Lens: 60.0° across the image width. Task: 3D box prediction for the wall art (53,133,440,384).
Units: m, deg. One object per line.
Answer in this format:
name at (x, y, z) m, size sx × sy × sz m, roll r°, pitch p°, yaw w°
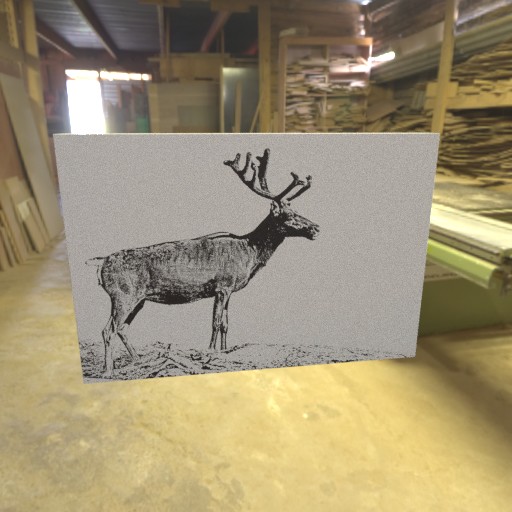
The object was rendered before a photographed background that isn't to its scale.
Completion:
wall art at (0.000, 0.000, 0.486) m, size 0.381 × 0.259 × 0.038 m, roll -2°, pitch 16°, yaw -8°
